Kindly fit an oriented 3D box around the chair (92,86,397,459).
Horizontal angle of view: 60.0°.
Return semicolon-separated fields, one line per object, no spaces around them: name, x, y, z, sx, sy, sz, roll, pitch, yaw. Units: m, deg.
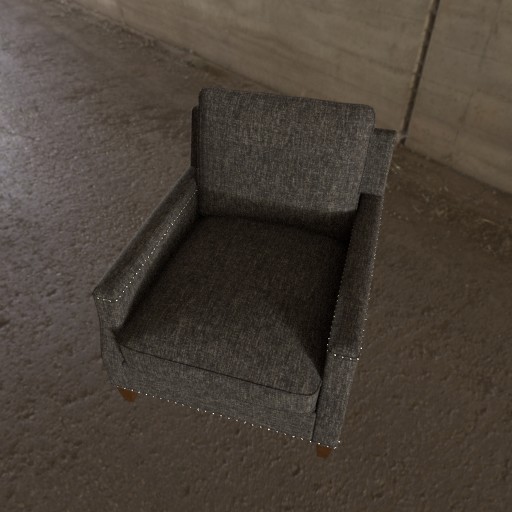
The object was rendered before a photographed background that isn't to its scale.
chair;0.000;0.000;1.667;0.853;0.943;1.014;11;43;12
